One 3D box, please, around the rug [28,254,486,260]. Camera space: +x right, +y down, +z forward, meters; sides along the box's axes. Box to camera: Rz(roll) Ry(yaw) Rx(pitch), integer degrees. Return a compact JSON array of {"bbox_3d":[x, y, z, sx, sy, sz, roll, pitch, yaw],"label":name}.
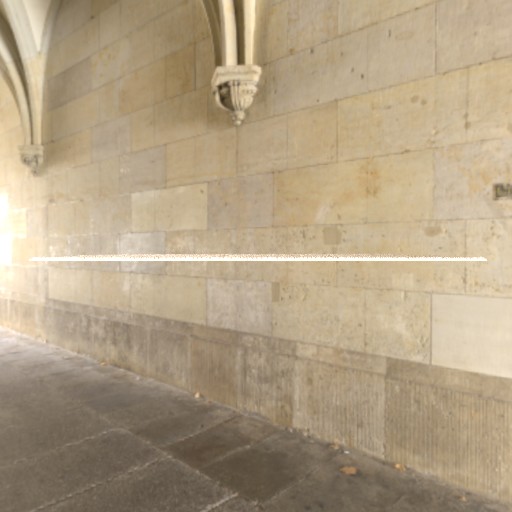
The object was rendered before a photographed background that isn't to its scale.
[{"bbox_3d":[0.000,0.000,4.156,3.052,0.030,2.429,0,1,-1],"label":"rug"}]
